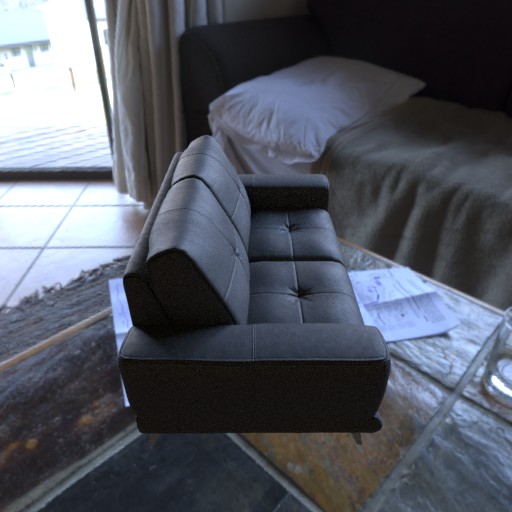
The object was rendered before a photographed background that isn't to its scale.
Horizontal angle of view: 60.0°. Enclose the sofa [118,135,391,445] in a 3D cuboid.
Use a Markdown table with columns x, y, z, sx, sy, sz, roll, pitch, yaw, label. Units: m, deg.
| x | y | z | sx | sy | sz | roll | pitch | yaw | label |
| --- | --- | --- | --- | --- | --- | --- | --- | --- | --- |
| 0.000 | 0.000 | 2.369 | 1.018 | 0.907 | 1.806 | 0 | 33 | 0 | sofa |
